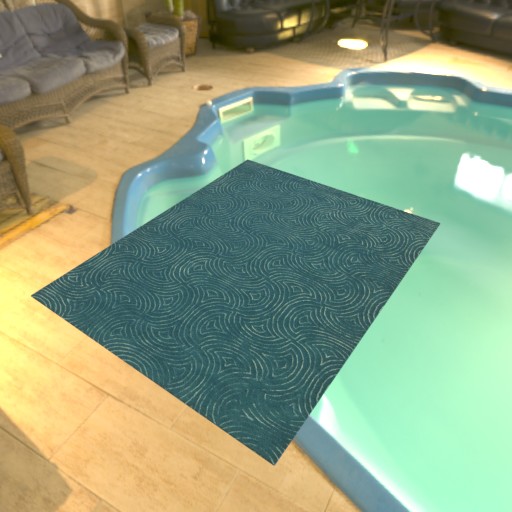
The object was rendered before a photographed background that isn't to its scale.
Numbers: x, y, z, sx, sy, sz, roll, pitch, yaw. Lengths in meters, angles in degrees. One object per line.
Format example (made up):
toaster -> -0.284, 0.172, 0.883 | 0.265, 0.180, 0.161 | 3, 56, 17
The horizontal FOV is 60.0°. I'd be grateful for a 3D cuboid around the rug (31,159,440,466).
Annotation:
rug -> 0.000, 0.000, 4.086 | 2.432, 0.012, 3.033 | 24, 45, 27
